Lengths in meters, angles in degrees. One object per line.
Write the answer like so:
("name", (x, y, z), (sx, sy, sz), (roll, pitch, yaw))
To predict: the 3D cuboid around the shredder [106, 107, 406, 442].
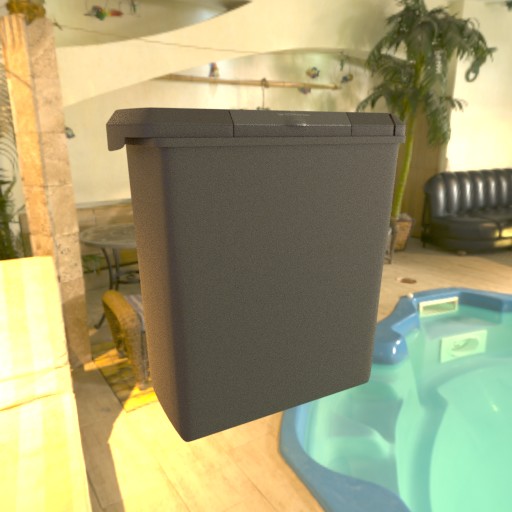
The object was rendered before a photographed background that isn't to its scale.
("shredder", (0.000, 0.000, 0.529), (0.320, 0.335, 0.170), (-8, 18, -27))
